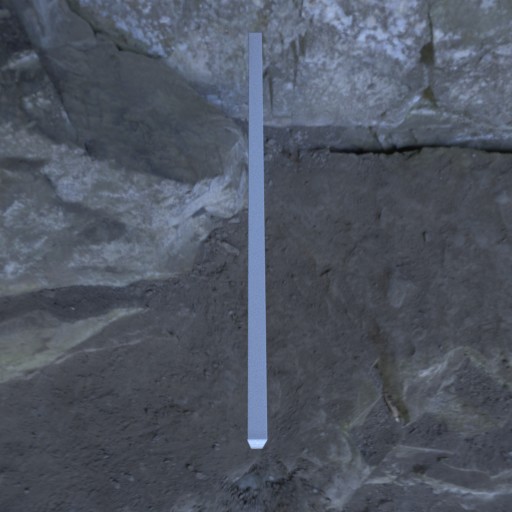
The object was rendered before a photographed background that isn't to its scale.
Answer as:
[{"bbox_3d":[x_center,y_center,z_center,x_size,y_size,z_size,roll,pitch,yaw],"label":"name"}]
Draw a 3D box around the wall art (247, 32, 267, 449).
[{"bbox_3d":[0.000,0.000,1.458,0.040,0.765,1.149,0,65,0],"label":"wall art"}]
